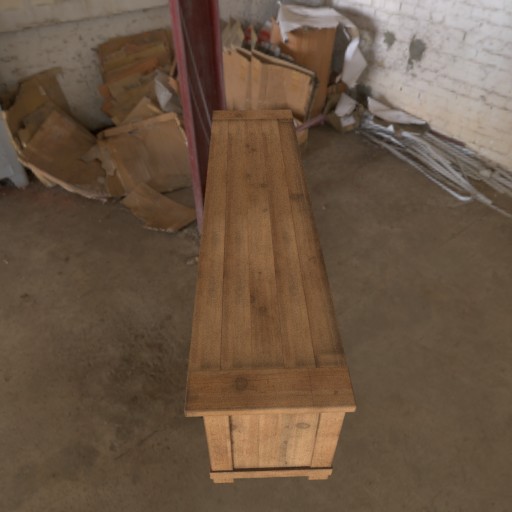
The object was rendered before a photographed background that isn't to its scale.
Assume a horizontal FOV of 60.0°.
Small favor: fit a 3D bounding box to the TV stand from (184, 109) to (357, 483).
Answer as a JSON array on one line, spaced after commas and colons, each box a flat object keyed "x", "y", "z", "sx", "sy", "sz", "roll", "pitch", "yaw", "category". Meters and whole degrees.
[{"x": 0.000, "y": 0.000, "z": 1.972, "sx": 0.453, "sy": 0.573, "sz": 1.804, "roll": -1, "pitch": 41, "yaw": -1, "category": "TV stand"}]
